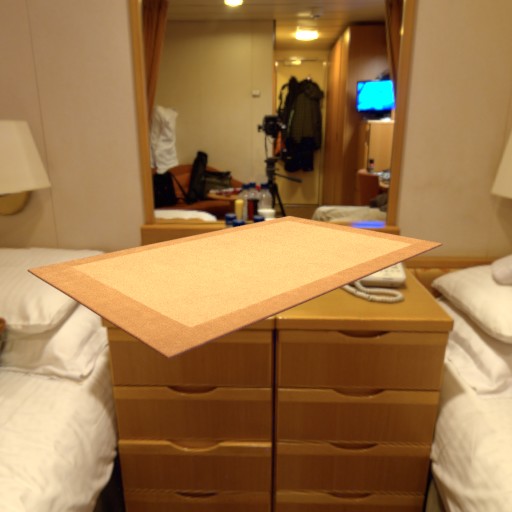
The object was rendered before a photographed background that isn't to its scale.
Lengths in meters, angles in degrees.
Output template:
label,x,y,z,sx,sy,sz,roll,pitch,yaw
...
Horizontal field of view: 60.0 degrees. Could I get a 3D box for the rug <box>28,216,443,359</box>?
label,x,y,z,sx,sy,sz,roll,pitch,yaw
rug,0.000,0.000,3.017,2.438,0.014,1.524,-15,22,-43
